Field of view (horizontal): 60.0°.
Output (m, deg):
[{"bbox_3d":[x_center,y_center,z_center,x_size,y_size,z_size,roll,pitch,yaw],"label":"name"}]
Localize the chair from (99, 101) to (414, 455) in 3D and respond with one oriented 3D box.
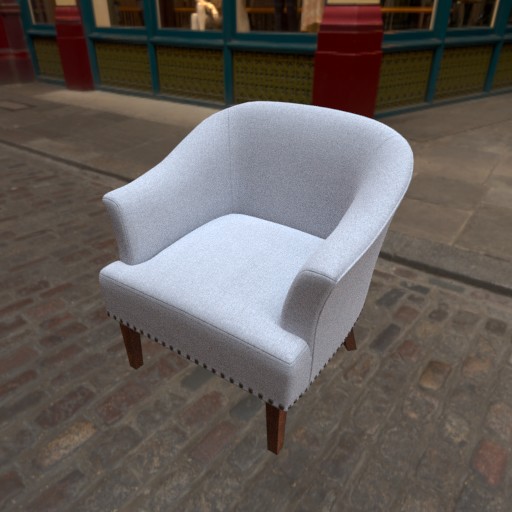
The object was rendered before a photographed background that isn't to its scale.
[{"bbox_3d":[0.000,0.000,1.419,0.798,0.815,0.704,19,36,30],"label":"chair"}]
